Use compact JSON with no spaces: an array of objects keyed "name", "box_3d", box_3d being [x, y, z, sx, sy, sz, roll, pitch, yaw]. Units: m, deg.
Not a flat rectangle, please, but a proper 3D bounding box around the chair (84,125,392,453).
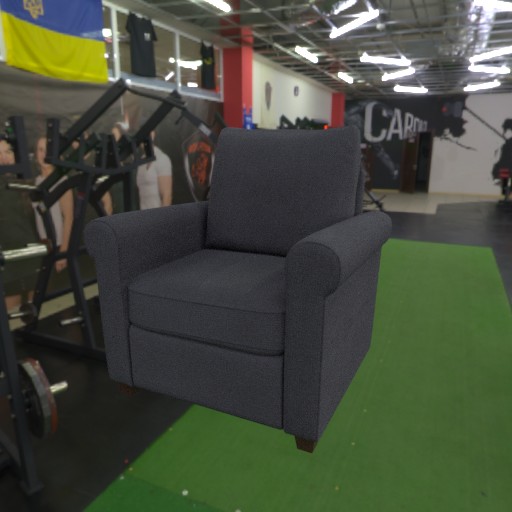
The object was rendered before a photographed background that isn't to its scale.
[{"name":"chair","box_3d":[0.000,0.000,1.649,0.867,0.942,0.828,7,16,25]}]
